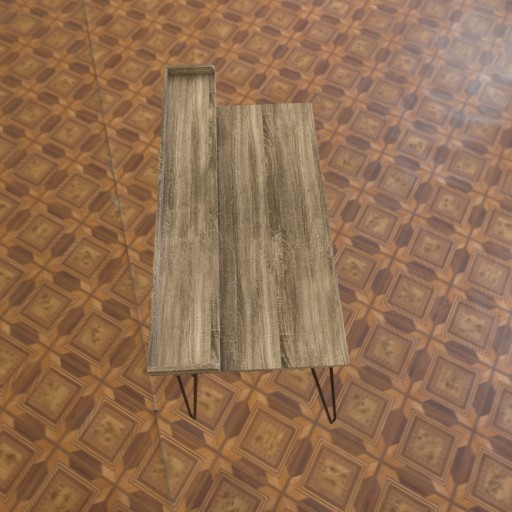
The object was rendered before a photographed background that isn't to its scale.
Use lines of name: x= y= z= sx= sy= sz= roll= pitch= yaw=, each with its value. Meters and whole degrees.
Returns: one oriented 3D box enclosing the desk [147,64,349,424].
desk: x=0.000 y=0.000 z=1.674 sx=0.605 sy=0.899 sz=1.135 roll=-3 pitch=63 yaw=-1
